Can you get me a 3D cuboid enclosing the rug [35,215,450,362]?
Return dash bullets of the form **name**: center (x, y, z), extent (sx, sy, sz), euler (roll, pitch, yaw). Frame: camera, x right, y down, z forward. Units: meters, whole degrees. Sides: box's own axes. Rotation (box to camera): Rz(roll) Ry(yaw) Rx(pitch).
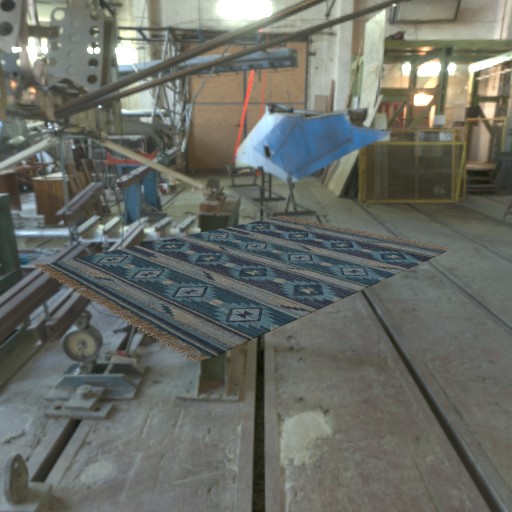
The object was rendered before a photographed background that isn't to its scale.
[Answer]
- **rug**: center (0.000, 0.000, 4.290), extent (3.307, 0.047, 2.418), euler (-15, 22, -42)
